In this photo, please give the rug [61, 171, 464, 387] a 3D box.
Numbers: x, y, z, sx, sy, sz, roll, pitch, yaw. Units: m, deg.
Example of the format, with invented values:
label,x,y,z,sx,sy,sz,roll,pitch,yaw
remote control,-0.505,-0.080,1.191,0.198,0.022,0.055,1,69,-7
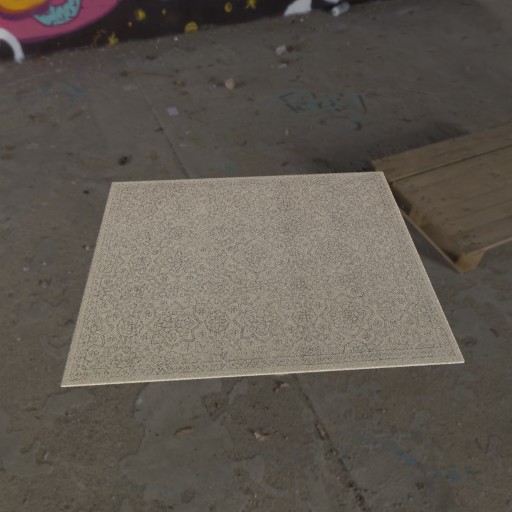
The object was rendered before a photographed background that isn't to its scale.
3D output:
label,x,y,z,sx,sy,sz,roll,pitch,yaw
rug,0.000,0.000,4.162,3.050,0.015,2.441,-3,47,-3
